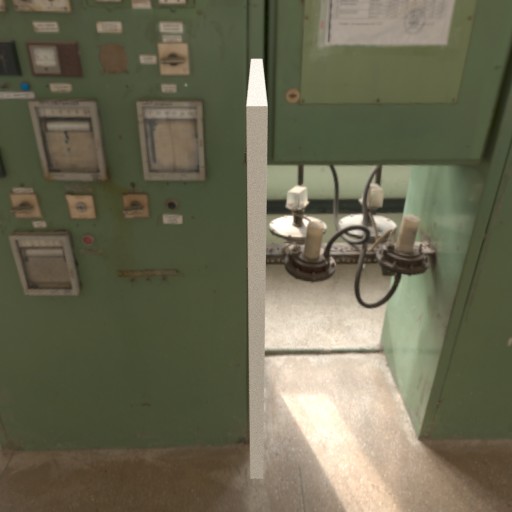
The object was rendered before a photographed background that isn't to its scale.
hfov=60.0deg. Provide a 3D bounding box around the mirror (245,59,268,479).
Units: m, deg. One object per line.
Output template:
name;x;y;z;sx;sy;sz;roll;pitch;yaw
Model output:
mirror;0.000;0.000;1.334;0.041;1.016;0.762;0;29;0
